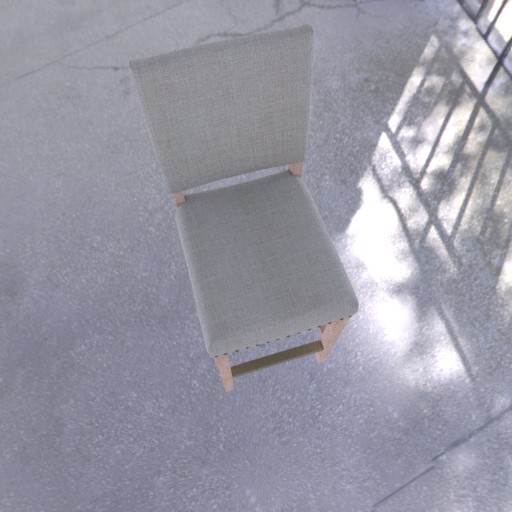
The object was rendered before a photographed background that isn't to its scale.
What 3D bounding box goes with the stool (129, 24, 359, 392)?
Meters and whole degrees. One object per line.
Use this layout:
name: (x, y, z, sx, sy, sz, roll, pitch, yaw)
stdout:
stool: (0.000, 0.000, 1.423, 0.445, 1.173, 0.585, -15, 65, -7)
